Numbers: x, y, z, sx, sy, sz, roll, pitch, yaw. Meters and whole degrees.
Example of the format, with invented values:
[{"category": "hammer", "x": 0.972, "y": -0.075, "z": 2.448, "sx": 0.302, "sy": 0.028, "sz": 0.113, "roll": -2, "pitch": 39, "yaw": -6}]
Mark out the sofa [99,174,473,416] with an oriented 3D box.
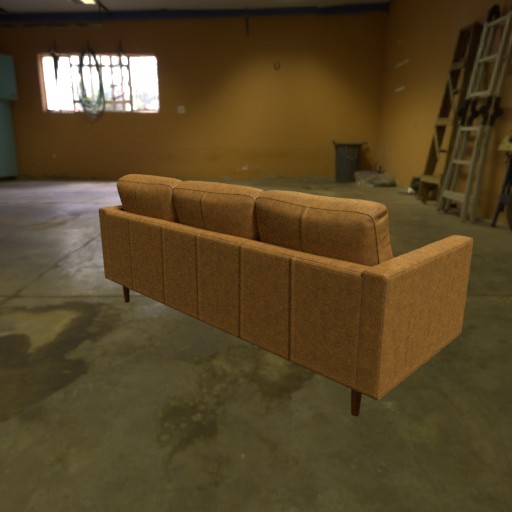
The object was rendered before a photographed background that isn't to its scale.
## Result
[{"category": "sofa", "x": 0.000, "y": 0.000, "z": 2.729, "sx": 2.231, "sy": 0.930, "sz": 0.903, "roll": 14, "pitch": 21, "yaw": 43}]
